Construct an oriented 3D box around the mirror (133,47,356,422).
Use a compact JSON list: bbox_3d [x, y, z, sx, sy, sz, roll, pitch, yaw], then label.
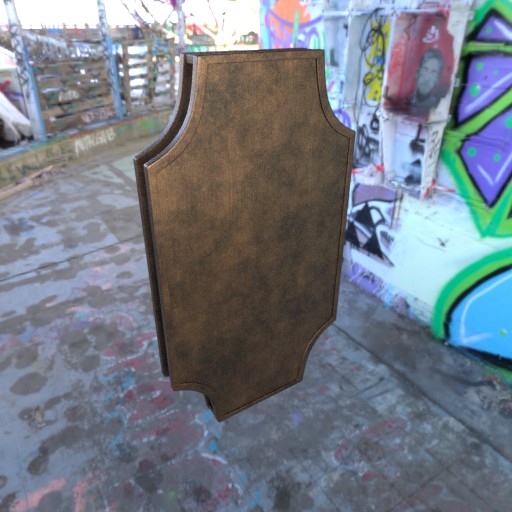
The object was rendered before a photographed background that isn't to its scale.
[{"bbox_3d":[0.000,0.000,0.964,0.462,0.811,0.066,-17,33,-29],"label":"mirror"}]
